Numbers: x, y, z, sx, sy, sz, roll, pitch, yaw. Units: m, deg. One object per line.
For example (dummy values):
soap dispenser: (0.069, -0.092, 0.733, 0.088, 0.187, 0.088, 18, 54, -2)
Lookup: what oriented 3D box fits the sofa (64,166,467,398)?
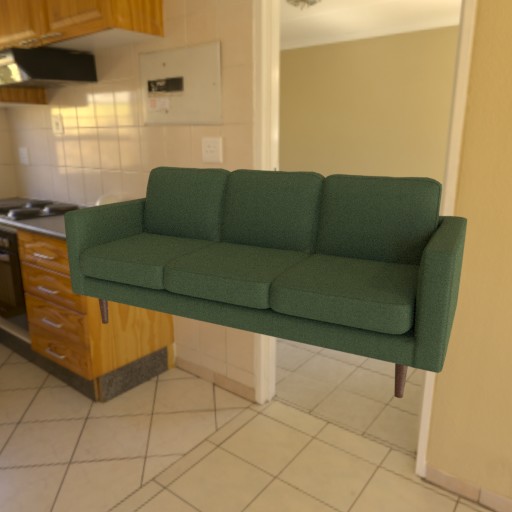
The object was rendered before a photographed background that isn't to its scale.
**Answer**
sofa: (0.000, 0.000, 2.439, 2.029, 0.899, 0.879, 8, 17, 26)
